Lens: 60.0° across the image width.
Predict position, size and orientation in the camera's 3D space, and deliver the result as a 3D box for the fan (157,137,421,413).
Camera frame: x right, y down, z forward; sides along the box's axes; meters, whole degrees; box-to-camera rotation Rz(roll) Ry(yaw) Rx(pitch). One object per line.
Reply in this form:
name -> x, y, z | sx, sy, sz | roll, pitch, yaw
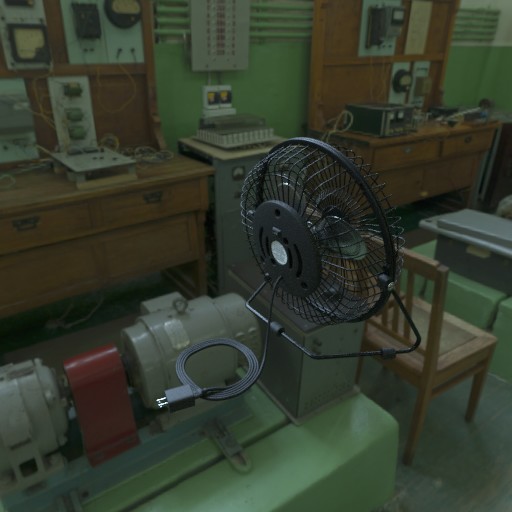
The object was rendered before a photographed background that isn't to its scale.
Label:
fan -> 0.000, 0.000, 0.387 | 0.227, 0.188, 0.209 | -18, 31, -32
